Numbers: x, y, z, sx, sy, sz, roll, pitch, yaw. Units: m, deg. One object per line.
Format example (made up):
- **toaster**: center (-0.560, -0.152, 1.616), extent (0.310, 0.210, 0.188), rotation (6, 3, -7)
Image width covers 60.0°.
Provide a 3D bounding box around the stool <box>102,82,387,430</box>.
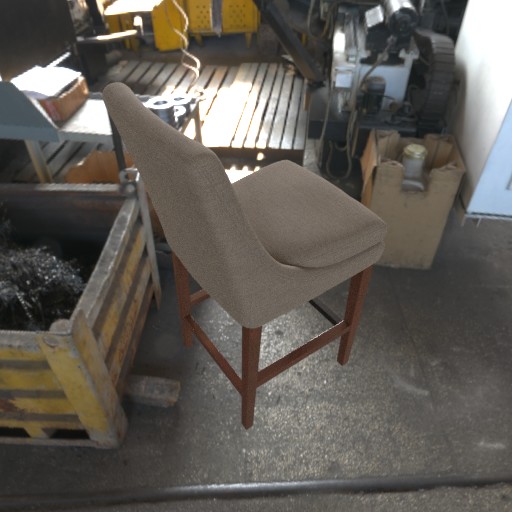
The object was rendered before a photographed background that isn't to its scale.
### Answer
- **stool**: center (0.000, 0.000, 1.277), extent (0.577, 0.981, 0.470), rotation (-25, 48, -26)
